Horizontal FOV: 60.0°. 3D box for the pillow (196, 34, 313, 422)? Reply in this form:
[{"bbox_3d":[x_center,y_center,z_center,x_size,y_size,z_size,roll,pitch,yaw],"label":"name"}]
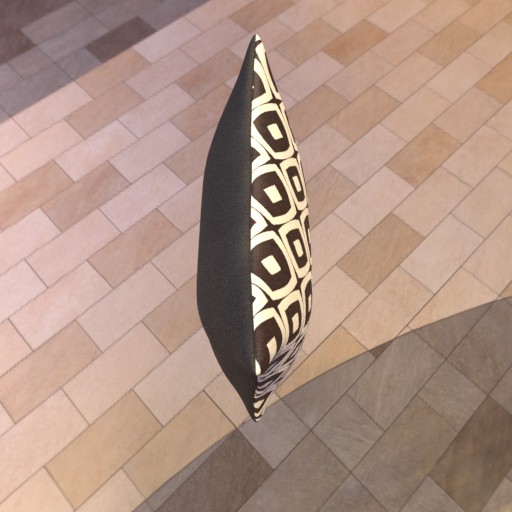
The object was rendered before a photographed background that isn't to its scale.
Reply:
[{"bbox_3d":[0.000,0.000,0.778,0.188,0.494,0.504,0,64,0],"label":"pillow"}]
